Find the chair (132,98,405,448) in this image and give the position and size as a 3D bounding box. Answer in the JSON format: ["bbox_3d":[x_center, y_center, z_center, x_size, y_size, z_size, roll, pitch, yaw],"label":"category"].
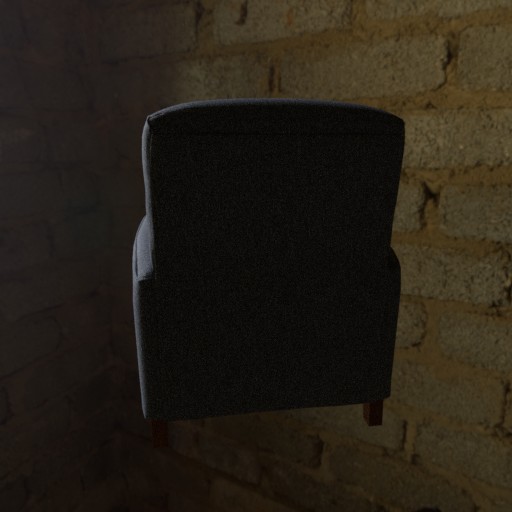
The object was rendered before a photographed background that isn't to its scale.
[{"bbox_3d":[0.000,0.000,1.597,0.839,1.016,0.850,-2,15,-8],"label":"chair"}]
